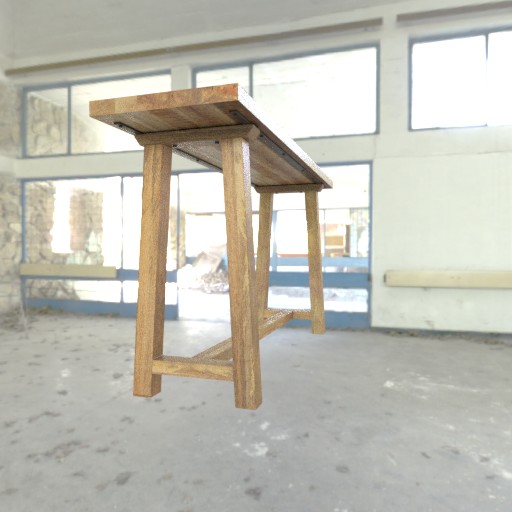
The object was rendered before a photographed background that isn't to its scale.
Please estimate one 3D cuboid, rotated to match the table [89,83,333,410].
[{"bbox_3d":[0.000,0.000,1.801,0.405,0.810,1.524,0,1,18],"label":"table"}]
